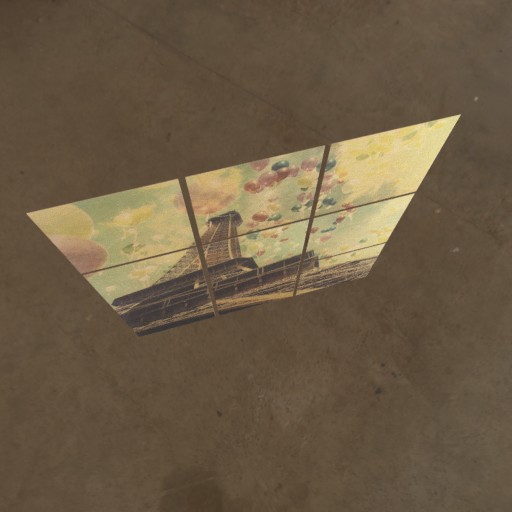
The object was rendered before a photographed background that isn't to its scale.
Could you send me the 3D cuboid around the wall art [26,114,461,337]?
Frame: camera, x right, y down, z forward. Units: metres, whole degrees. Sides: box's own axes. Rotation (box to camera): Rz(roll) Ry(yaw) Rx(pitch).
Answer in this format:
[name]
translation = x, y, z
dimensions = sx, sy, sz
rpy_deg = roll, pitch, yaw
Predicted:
[wall art]
translation = 0.000, 0.000, 2.175
dimensions = 1.517, 1.505, 0.002
rpy_deg = -14, 66, -7
